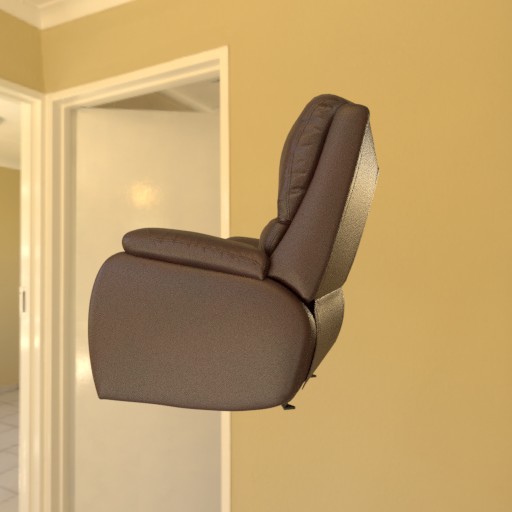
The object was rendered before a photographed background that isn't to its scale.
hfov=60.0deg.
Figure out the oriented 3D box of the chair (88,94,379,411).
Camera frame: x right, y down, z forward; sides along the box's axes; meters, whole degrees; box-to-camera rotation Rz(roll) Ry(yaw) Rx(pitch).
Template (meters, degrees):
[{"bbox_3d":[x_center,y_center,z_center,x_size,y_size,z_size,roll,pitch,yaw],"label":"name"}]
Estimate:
[{"bbox_3d":[0.000,0.000,1.721,0.899,1.011,0.930,0,-1,17],"label":"chair"}]
